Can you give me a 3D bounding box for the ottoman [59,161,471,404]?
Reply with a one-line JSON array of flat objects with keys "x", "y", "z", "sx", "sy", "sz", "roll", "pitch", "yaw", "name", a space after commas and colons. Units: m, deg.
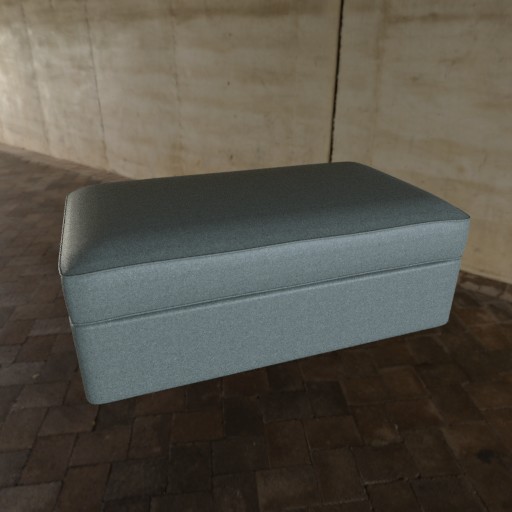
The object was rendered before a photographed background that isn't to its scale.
[{"x": 0.000, "y": 0.000, "z": 1.524, "sx": 1.173, "sy": 0.494, "sz": 0.681, "roll": -9, "pitch": 27, "yaw": -17, "name": "ottoman"}]
